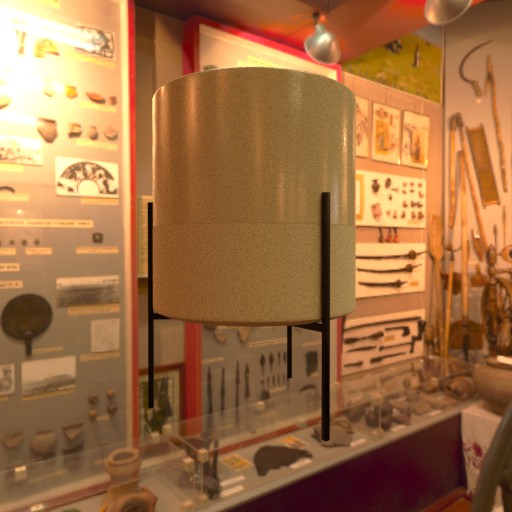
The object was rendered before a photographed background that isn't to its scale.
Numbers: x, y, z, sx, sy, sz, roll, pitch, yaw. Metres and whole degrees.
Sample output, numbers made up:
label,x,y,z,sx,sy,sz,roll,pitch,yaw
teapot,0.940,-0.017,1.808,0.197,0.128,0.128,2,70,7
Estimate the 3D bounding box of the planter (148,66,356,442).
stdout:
label,x,y,z,sx,sy,sz,roll,pitch,yaw
planter,0.000,0.000,0.701,0.314,0.475,0.323,-1,1,-35
